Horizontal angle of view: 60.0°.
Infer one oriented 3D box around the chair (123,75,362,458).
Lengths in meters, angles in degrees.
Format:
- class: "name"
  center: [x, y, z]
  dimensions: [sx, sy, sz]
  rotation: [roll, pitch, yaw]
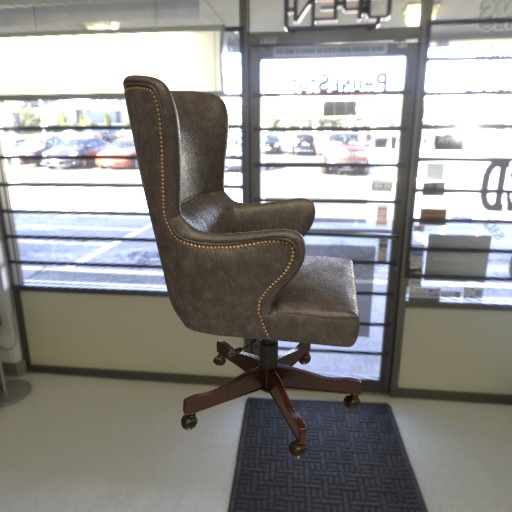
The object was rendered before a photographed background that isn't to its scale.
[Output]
- class: "chair"
  center: [0.000, 0.000, 1.419]
  dimensions: [0.717, 1.037, 0.594]
  rotation: [3, 16, 10]
